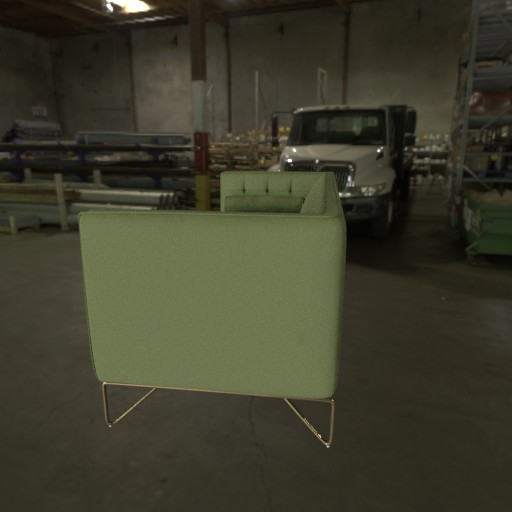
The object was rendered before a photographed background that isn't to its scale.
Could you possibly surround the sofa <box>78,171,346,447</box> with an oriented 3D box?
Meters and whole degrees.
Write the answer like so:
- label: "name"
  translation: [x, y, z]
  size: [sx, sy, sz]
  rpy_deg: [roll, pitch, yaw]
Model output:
- label: "sofa"
  translation: [0.000, 0.000, 2.418]
  size: [0.867, 0.789, 2.087]
  rpy_deg: [2, 15, 9]
